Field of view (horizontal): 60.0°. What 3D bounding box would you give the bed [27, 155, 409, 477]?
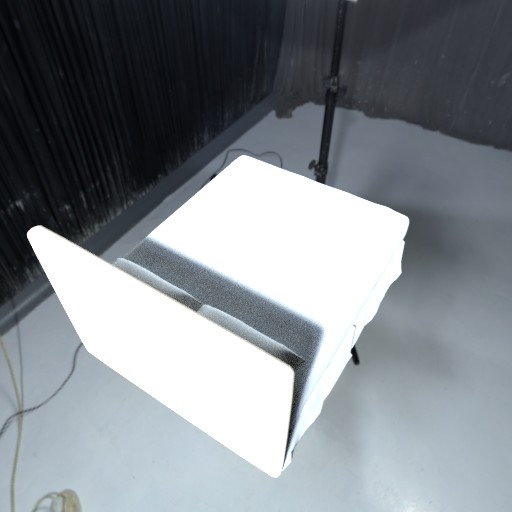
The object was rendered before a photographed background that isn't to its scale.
[{"bbox_3d":[0.000,0.000,3.208,1.748,1.330,2.142,25,52,22],"label":"bed"}]
